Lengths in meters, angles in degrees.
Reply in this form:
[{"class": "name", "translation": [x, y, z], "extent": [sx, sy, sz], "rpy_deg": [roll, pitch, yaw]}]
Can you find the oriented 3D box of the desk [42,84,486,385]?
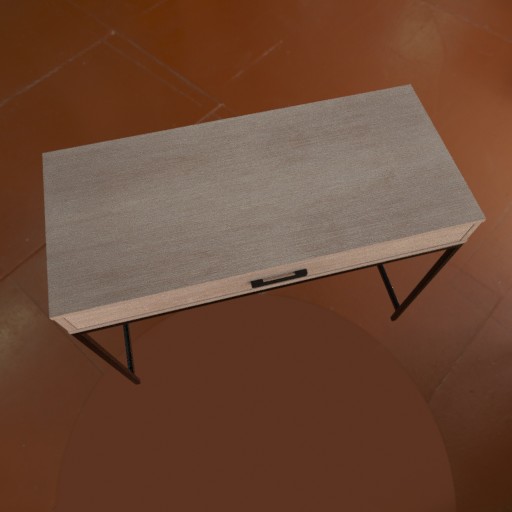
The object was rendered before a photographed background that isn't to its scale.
[{"class": "desk", "translation": [0.000, 0.000, 1.433], "extent": [1.016, 0.762, 0.470], "rpy_deg": [-13, 64, -6]}]
